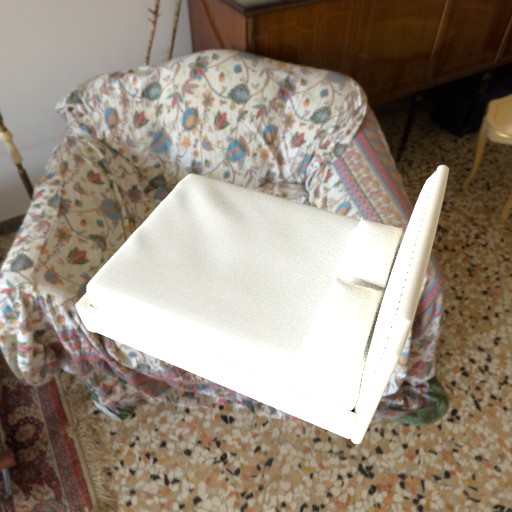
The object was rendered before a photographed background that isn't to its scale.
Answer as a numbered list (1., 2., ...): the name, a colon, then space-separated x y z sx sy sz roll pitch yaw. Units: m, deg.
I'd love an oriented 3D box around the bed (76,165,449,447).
1. bed: 0.000 0.000 3.468 2.365 1.443 1.712 18 49 16
